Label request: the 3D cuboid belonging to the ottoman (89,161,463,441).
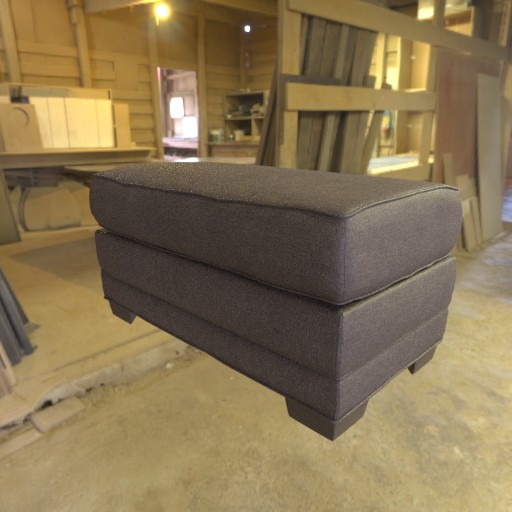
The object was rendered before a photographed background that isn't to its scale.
[{"bbox_3d":[0.000,0.000,1.144,0.864,0.448,0.490,16,22,42],"label":"ottoman"}]
